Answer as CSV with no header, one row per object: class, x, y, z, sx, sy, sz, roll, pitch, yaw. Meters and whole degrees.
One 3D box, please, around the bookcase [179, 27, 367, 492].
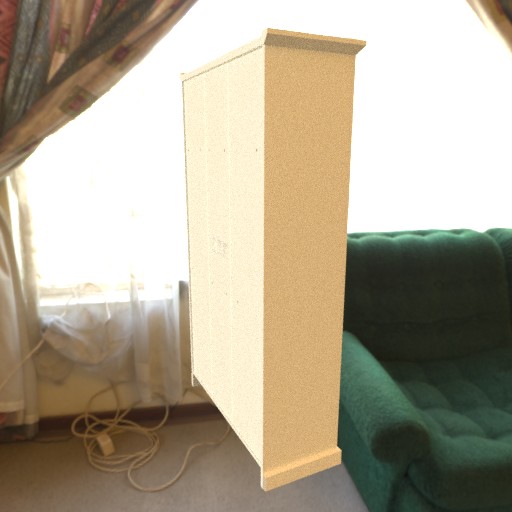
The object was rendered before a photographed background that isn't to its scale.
bookcase,0.000,0.000,2.283,0.432,1.880,1.050,-7,15,-25
